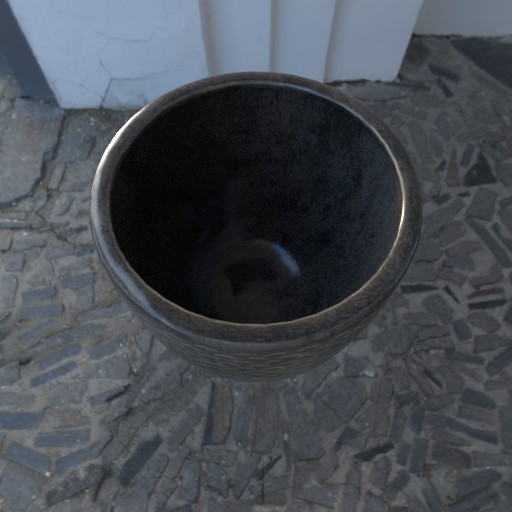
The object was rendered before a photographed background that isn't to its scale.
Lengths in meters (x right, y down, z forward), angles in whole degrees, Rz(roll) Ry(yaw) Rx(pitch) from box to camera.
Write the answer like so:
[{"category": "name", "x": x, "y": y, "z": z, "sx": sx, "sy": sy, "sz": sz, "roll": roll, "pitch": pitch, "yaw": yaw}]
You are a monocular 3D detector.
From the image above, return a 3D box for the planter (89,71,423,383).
[{"category": "planter", "x": 0.000, "y": 0.000, "z": 0.298, "sx": 0.172, "sy": 0.160, "sz": 0.172, "roll": 0, "pitch": 63, "yaw": 0}]
